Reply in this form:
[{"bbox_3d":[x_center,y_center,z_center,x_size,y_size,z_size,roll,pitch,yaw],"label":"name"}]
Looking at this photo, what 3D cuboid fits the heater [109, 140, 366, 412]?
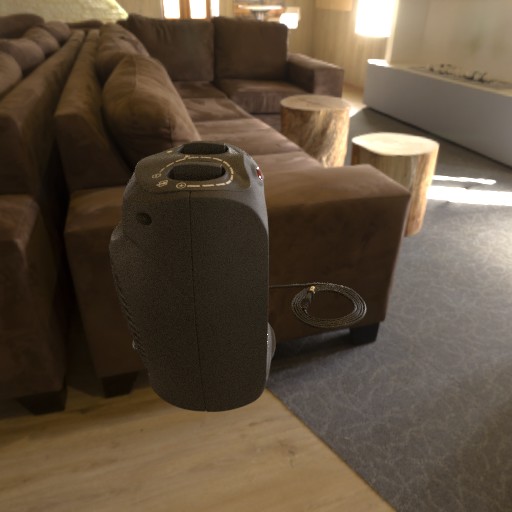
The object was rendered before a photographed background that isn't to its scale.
[{"bbox_3d":[0.000,0.000,0.468,0.291,0.240,0.239,0,30,-1],"label":"heater"}]
